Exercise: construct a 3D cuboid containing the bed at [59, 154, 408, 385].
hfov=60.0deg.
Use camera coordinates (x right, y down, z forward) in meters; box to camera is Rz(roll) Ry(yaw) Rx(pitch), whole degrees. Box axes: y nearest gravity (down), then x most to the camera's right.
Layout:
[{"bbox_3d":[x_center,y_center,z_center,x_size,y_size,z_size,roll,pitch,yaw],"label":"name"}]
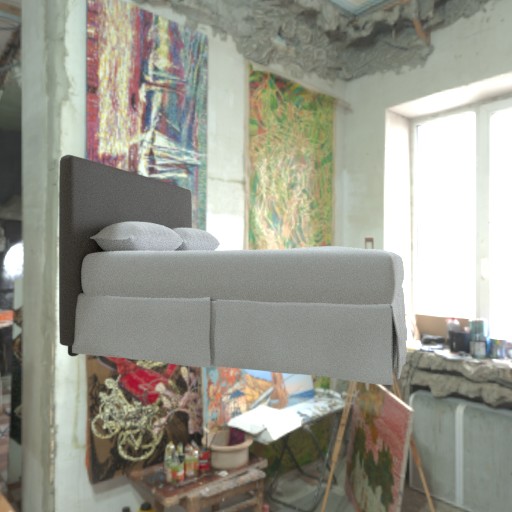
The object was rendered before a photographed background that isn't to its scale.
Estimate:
[{"bbox_3d":[0.000,0.000,3.312,2.142,1.330,1.723,0,0,20],"label":"bed"}]
